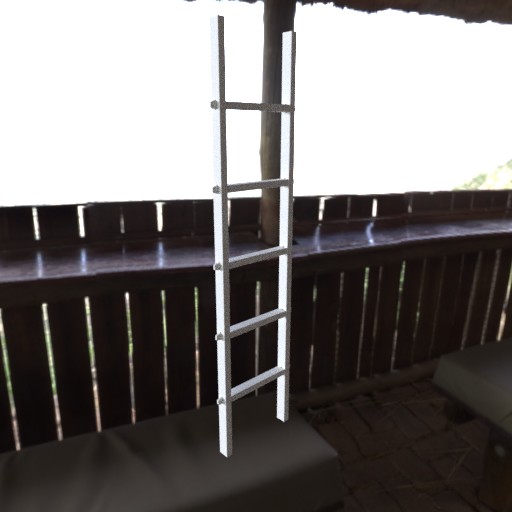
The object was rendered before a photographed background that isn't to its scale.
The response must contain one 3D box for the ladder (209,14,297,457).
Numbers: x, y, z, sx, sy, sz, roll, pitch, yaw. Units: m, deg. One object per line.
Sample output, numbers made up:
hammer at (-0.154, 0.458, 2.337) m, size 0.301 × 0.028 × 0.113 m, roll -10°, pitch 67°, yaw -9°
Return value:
ladder at (0.000, 0.000, 1.902) m, size 0.452 × 1.797 × 0.051 m, roll -14°, pitch 21°, yaw -41°
